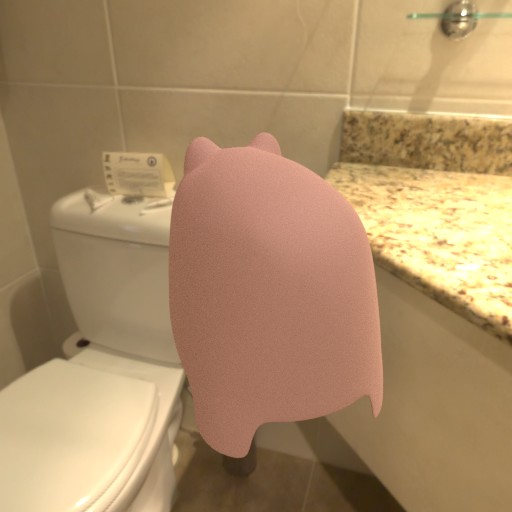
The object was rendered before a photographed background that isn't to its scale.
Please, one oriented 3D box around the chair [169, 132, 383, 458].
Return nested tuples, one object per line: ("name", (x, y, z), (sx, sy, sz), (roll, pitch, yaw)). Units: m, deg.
("chair", (0.000, 0.000, 0.885), (0.364, 0.423, 0.619), (-9, 28, -17))
